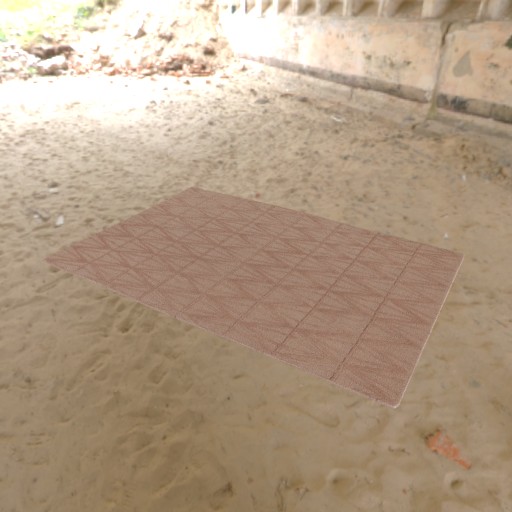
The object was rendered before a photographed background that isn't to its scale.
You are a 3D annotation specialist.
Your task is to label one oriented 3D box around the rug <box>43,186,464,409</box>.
[{"bbox_3d":[0.000,0.000,2.304,1.837,0.025,1.230,17,34,28],"label":"rug"}]
